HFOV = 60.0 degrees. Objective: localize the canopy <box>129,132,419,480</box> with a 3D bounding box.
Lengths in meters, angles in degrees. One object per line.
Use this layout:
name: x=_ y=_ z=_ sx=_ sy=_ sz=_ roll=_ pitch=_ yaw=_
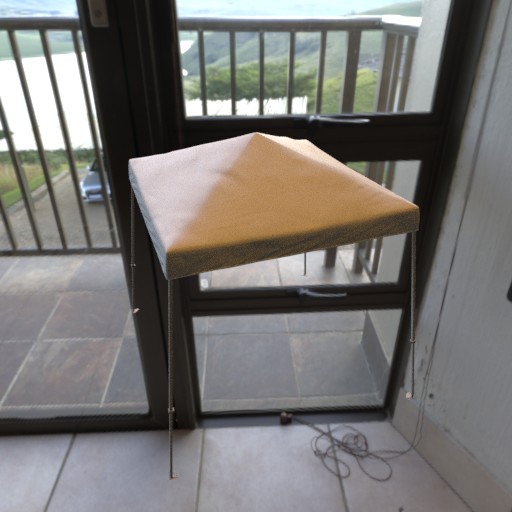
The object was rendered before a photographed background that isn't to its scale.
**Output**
canopy: x=0.000 y=0.000 z=5.129 sx=2.848 sy=2.849 sz=2.849 roll=-11 pitch=32 yaw=-18
